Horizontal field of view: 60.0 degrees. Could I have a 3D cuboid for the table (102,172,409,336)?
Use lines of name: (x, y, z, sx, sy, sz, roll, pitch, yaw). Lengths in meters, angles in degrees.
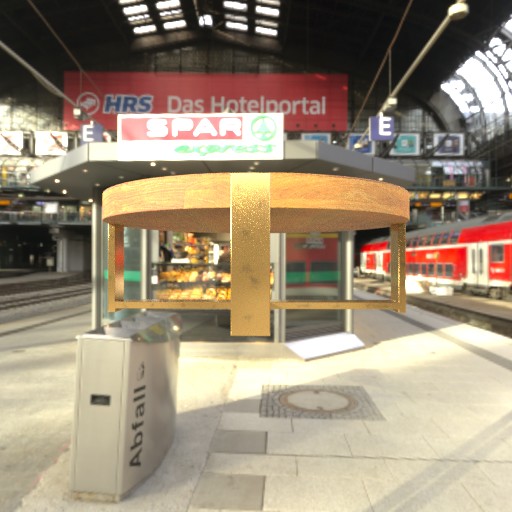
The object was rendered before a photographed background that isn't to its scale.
table: (0.000, 0.000, 1.687, 1.100, 0.420, 1.100, 0, 0, 0)
